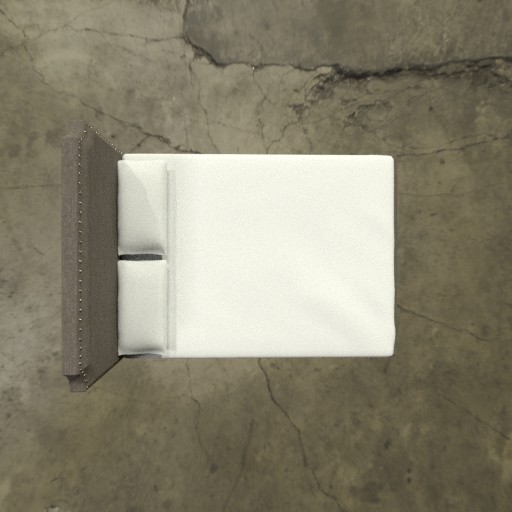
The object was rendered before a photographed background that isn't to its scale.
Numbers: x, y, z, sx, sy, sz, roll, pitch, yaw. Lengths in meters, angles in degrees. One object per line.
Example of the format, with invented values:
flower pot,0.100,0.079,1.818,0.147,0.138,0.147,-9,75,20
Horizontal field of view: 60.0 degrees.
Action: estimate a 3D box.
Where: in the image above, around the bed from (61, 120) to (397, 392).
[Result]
bed,0.000,0.000,3.414,2.381,1.457,1.713,0,90,-2
